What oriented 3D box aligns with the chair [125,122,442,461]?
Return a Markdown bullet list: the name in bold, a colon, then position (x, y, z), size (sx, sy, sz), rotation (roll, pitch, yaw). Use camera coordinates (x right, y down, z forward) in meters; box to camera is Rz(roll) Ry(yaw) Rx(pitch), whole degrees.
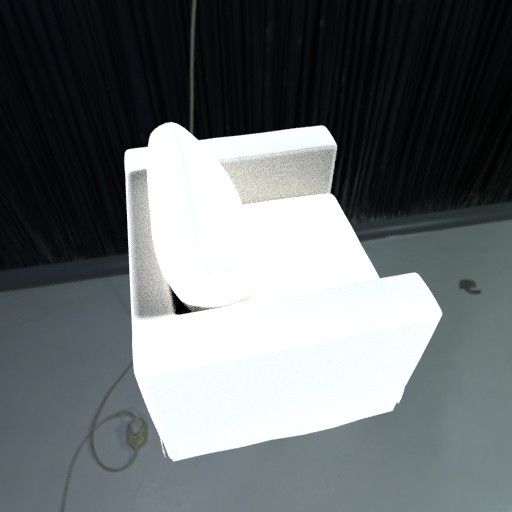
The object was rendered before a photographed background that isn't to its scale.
- **chair**: position (0.000, 0.000, 1.790), size (0.957, 0.878, 1.150), rotation (-9, 47, -9)
